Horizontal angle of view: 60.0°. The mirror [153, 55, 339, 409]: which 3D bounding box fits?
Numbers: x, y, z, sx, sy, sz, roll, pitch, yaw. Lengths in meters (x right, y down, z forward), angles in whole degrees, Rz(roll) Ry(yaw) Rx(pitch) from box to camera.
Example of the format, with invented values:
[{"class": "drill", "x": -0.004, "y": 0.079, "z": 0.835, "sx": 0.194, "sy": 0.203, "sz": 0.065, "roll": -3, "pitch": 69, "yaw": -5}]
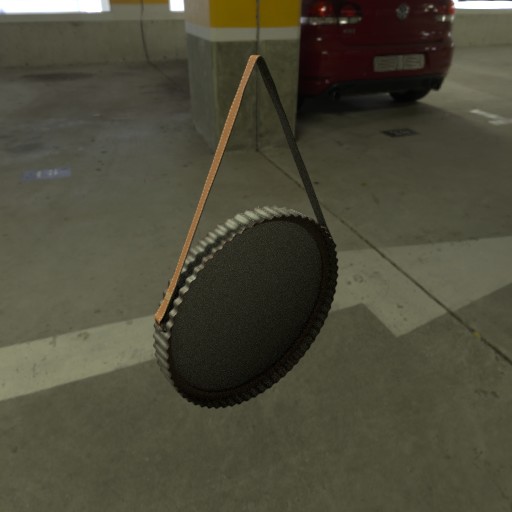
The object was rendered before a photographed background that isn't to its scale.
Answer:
[{"class": "mirror", "x": 0.000, "y": 0.000, "z": 0.683, "sx": 0.355, "sy": 0.568, "sz": 0.042, "roll": -22, "pitch": 37, "yaw": -32}]
